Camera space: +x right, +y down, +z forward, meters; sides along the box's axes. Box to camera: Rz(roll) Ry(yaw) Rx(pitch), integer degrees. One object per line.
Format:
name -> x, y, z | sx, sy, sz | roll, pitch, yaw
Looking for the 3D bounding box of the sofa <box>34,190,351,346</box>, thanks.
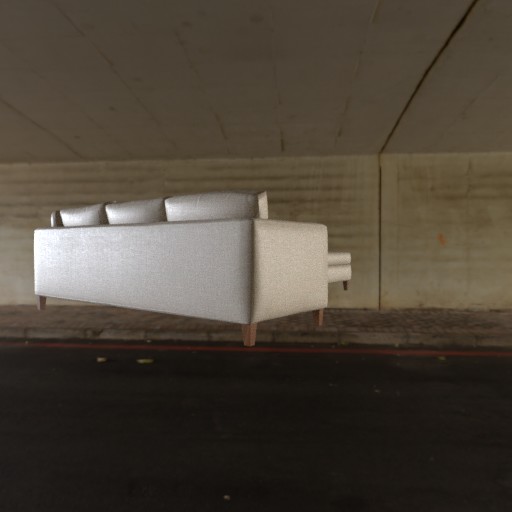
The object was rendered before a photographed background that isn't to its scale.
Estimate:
sofa -> 0.000, 0.000, 4.679 | 2.594, 0.961, 3.460 | 1, 2, 37
